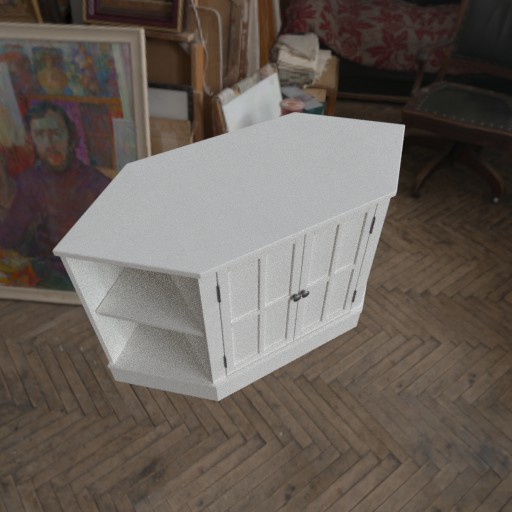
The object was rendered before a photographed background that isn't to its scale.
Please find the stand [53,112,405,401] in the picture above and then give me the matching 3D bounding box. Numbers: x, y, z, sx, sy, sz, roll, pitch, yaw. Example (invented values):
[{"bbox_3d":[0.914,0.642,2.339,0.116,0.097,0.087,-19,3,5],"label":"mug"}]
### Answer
[{"bbox_3d":[0.000,0.000,1.412,1.072,0.614,0.477,-23,51,-20],"label":"stand"}]
